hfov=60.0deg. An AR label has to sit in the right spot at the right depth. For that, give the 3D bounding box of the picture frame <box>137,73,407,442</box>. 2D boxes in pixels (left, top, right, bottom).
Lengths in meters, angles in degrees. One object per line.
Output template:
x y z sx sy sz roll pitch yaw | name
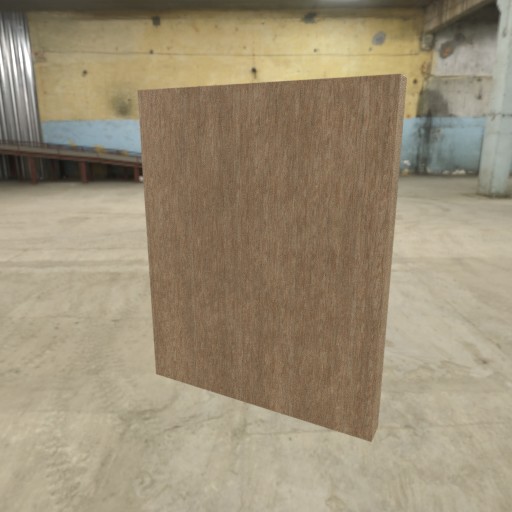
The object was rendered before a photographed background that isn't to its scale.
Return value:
0.000 0.000 0.726 0.424 0.526 0.043 8 17 27 | picture frame
